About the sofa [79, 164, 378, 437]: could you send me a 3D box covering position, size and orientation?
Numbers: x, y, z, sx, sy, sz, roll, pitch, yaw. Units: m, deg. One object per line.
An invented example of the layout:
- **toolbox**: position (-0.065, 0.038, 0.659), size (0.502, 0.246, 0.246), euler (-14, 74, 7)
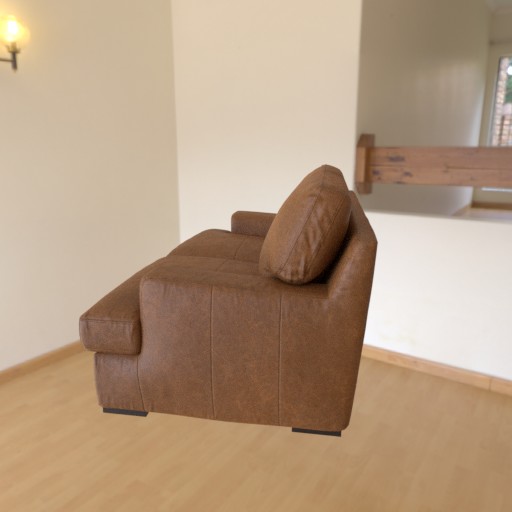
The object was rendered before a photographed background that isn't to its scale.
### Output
- **sofa**: position (0.000, 0.000, 2.499), size (1.144, 0.966, 1.880), euler (2, 14, 9)
